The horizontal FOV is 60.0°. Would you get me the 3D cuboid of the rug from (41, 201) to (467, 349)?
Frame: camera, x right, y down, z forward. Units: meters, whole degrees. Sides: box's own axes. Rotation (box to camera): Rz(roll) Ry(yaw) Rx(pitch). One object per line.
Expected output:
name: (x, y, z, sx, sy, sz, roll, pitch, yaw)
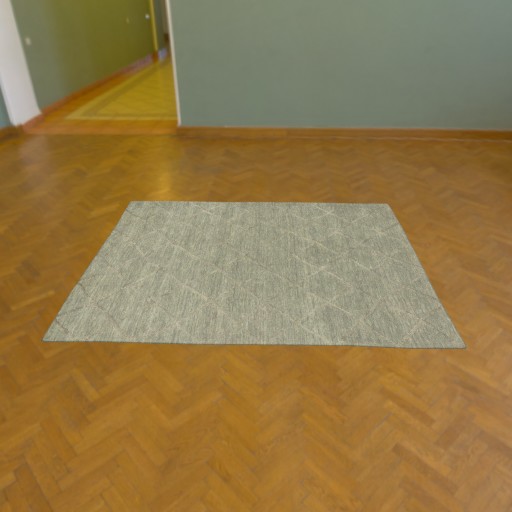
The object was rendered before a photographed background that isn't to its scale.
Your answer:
rug: (0.000, 0.000, 4.167, 3.048, 0.013, 2.438, 1, 31, 1)
